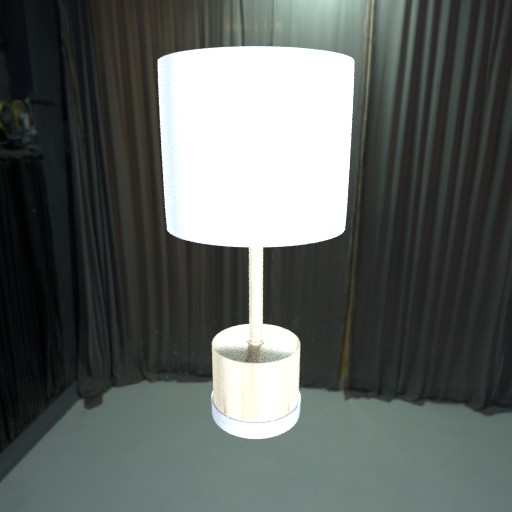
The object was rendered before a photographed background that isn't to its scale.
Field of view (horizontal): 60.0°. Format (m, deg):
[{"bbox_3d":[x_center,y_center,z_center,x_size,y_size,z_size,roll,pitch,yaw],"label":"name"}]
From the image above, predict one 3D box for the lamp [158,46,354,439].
[{"bbox_3d":[0.000,0.000,0.586,0.229,0.470,0.229,2,16,7],"label":"lamp"}]
